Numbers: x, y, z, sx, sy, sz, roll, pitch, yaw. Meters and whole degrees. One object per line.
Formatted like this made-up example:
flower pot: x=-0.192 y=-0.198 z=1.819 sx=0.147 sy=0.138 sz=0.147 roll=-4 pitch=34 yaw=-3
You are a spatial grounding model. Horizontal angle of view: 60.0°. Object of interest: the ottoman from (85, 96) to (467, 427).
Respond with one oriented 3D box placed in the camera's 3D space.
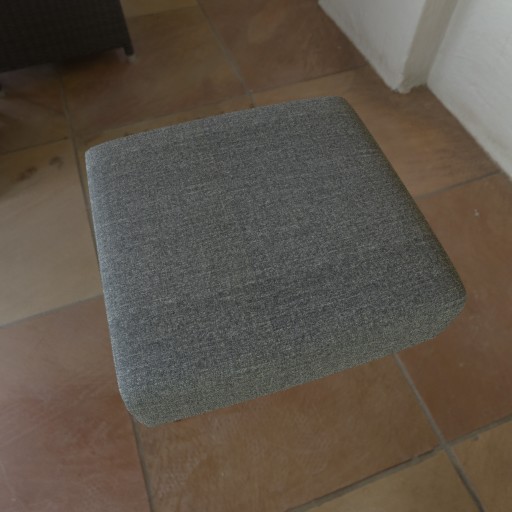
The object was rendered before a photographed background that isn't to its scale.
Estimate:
ottoman: x=0.000 y=0.000 z=1.061 sx=0.655 sy=0.399 sz=0.648 roll=-15 pitch=59 yaw=-9
